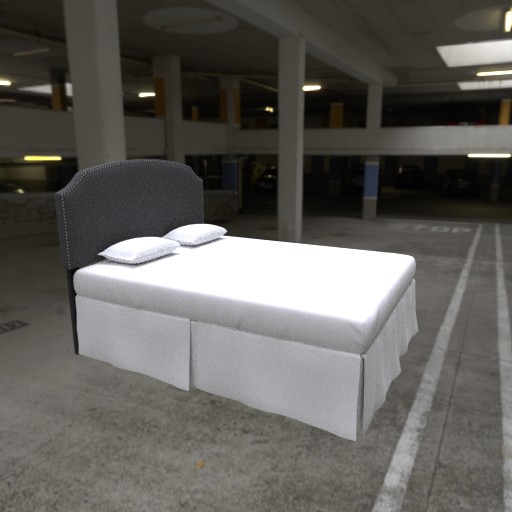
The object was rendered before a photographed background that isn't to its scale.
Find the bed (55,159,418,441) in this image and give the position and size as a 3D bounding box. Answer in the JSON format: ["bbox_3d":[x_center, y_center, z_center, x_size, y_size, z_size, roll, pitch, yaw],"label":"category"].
[{"bbox_3d":[0.000,0.000,3.018,1.999,1.270,1.558,7,15,27],"label":"bed"}]
